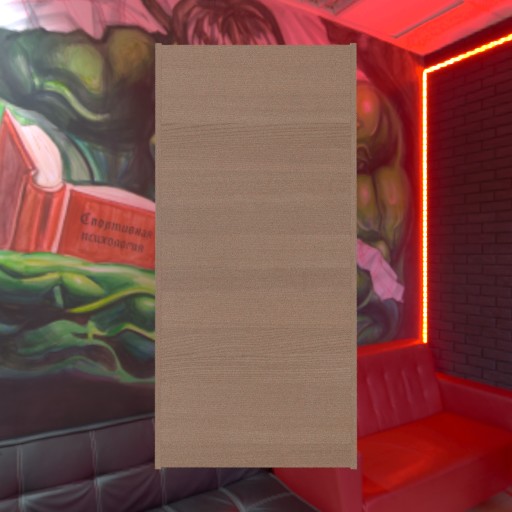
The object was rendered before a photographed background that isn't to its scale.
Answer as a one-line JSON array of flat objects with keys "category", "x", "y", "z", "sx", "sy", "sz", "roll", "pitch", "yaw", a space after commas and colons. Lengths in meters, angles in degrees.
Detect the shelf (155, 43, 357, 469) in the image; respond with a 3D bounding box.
[{"category": "shelf", "x": 0.000, "y": 0.000, "z": 1.058, "sx": 0.417, "sy": 0.876, "sz": 0.292, "roll": 0, "pitch": 0, "yaw": 0}]
